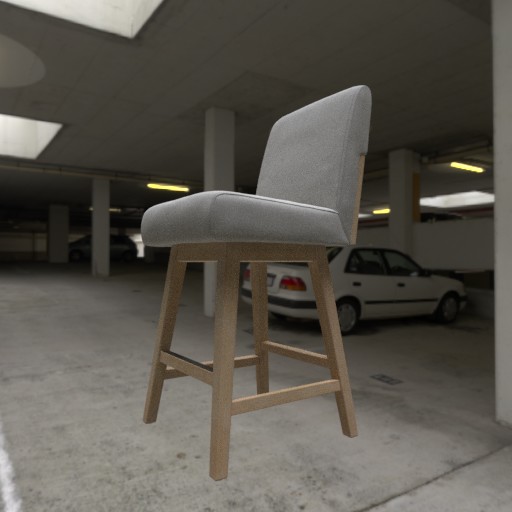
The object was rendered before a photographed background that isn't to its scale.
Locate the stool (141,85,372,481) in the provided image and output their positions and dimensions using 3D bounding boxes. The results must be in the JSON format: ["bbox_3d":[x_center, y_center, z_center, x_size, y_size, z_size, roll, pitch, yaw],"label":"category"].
[{"bbox_3d":[0.000,0.000,1.413,0.606,1.085,0.507,1,-1,-35],"label":"stool"}]
